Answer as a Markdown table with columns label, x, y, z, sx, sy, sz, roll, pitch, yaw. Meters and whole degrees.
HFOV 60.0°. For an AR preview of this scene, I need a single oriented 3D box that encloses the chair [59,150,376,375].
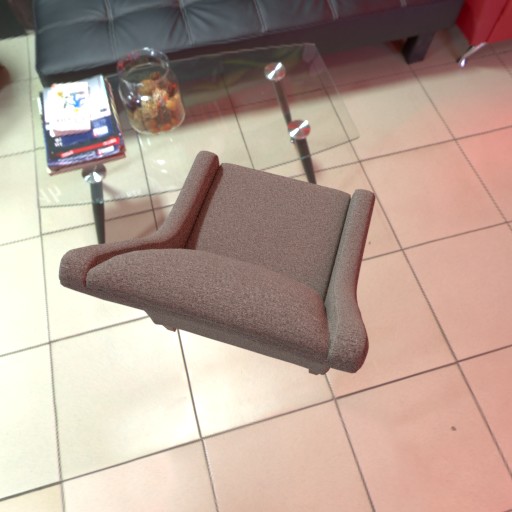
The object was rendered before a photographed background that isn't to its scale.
| label | x | y | z | sx | sy | sz | roll | pitch | yaw |
| --- | --- | --- | --- | --- | --- | --- | --- | --- | --- |
| chair | 0.000 | 0.000 | 1.624 | 0.774 | 1.016 | 0.870 | 15 | 64 | 8 |
